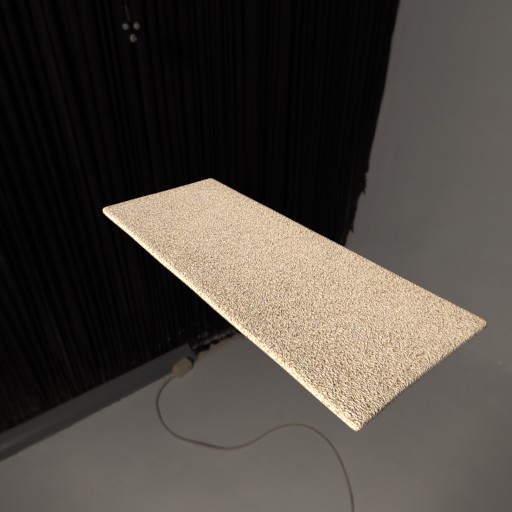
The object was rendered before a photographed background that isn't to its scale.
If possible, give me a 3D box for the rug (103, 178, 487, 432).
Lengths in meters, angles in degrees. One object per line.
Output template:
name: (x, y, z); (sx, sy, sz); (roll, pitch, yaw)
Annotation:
rug: (0.000, 0.000, 1.704); (0.609, 0.030, 1.524); (-22, 38, -32)
